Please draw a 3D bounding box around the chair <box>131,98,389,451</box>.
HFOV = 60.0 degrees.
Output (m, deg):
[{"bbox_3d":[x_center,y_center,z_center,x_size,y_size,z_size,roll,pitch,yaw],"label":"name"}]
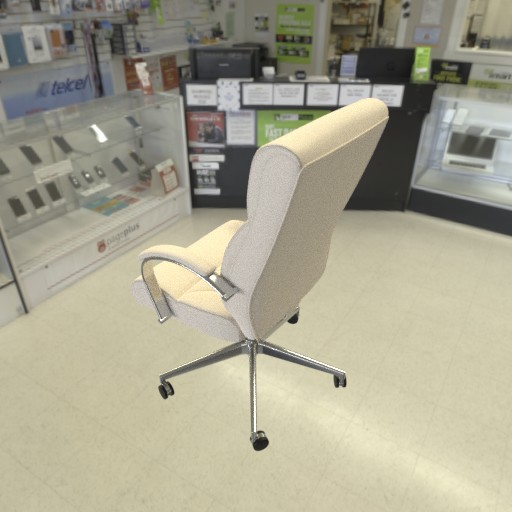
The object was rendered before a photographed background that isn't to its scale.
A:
[{"bbox_3d":[0.000,0.000,1.601,0.745,1.099,0.727,20,37,29],"label":"chair"}]
